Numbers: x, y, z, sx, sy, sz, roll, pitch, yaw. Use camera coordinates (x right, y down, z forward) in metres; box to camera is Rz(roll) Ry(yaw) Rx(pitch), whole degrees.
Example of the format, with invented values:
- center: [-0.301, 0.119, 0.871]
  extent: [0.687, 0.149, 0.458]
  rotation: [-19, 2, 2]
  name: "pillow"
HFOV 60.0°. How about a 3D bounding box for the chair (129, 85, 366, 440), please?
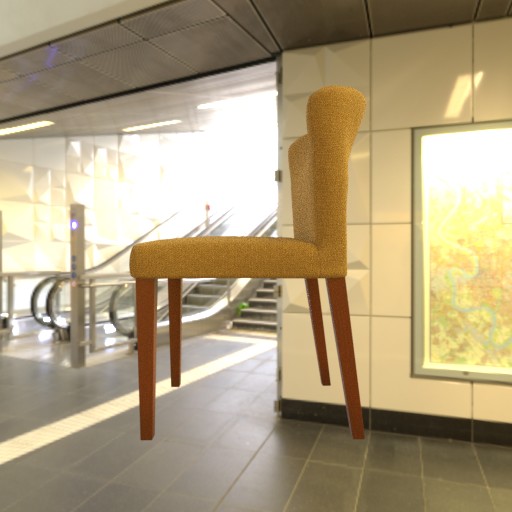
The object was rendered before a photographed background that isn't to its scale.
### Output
- center: [0.000, 0.000, 1.229]
  extent: [0.589, 0.839, 0.491]
  rotation: [0, 0, -1]
  name: "chair"
